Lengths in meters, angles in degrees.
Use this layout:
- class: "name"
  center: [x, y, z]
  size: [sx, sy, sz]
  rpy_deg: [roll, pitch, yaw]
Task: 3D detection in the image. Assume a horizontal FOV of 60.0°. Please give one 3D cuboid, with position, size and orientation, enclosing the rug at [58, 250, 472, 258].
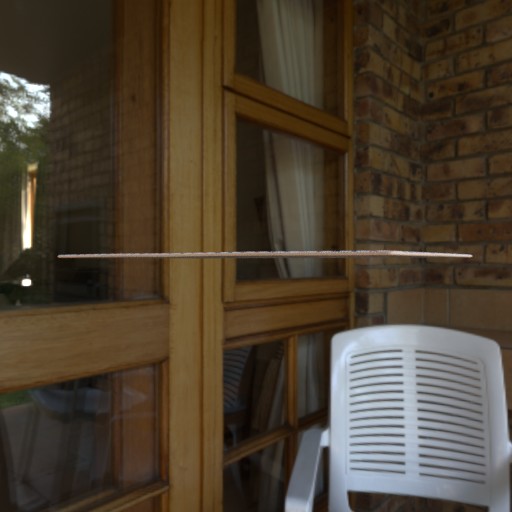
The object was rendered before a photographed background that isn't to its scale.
- class: "rug"
  center: [0.000, 0.000, 3.077]
  size: [2.464, 0.023, 1.521]
  rpy_deg: [0, -1, 37]
